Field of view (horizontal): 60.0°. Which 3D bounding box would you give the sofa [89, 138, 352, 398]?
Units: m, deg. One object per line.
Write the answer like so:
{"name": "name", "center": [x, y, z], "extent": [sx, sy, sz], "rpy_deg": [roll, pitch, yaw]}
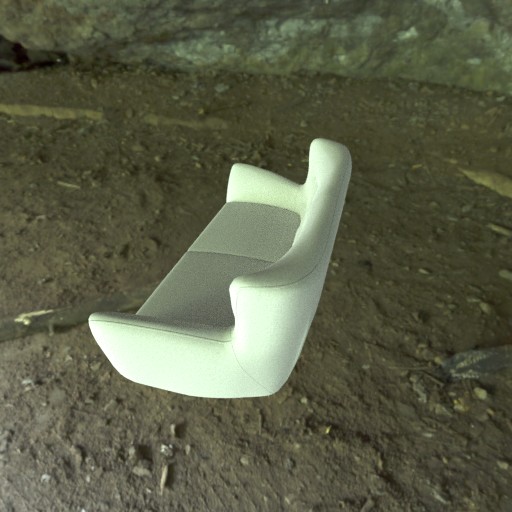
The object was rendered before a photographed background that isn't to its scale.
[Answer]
{"name": "sofa", "center": [0.000, 0.000, 2.509], "extent": [0.899, 0.890, 1.930], "rpy_deg": [8, 32, 13]}
